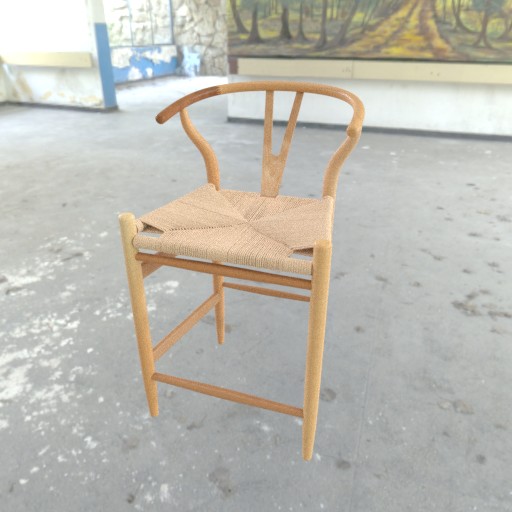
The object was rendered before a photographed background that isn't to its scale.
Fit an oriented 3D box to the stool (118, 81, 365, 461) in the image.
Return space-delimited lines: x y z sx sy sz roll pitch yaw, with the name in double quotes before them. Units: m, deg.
"stool" 0.000 0.000 1.319 0.536 0.923 0.575 9 28 17
